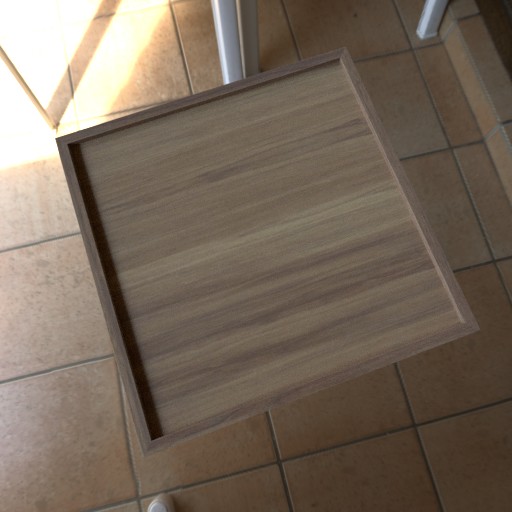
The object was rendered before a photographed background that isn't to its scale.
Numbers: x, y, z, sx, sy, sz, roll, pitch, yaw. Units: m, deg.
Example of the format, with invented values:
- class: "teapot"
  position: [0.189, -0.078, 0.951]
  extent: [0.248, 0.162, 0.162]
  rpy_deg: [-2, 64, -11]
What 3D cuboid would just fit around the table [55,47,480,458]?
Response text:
- class: "table"
  position: [0.000, 0.000, 1.127]
  extent: [0.679, 0.464, 0.676]
  rpy_deg: [-19, 77, -5]
